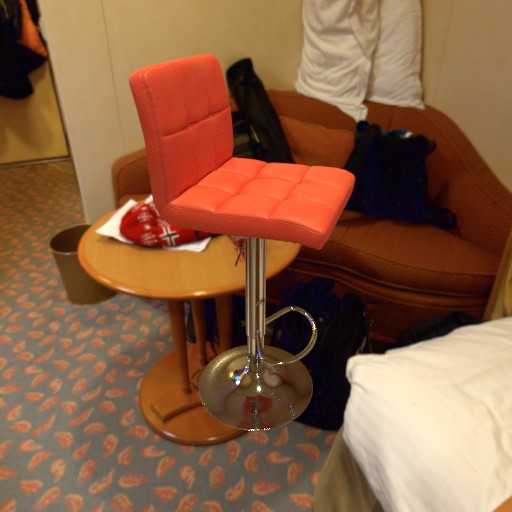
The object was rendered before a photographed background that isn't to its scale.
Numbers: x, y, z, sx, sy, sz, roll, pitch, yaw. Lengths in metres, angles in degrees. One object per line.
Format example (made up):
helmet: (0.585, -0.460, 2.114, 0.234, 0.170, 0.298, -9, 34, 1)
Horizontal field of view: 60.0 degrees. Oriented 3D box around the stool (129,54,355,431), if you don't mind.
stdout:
stool: (0.000, 0.000, 1.388, 0.505, 1.115, 0.430, 11, 32, 18)
